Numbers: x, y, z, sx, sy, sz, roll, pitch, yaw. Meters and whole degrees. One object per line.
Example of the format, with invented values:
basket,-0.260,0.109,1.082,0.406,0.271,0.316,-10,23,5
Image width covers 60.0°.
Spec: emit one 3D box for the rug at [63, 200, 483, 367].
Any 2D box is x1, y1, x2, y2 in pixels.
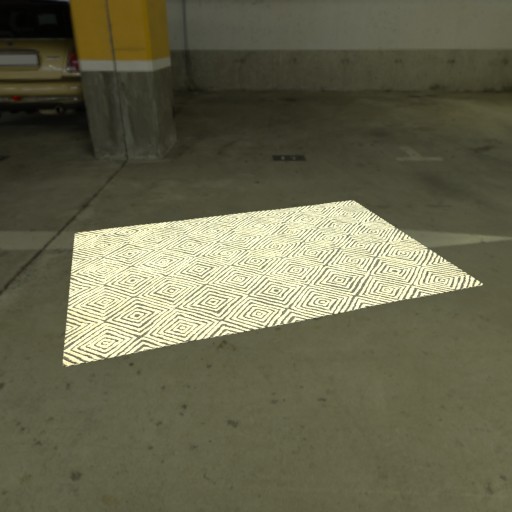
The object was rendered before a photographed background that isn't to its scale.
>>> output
rug,0.000,0.000,2.227,1.750,0.004,1.177,-8,28,-16
